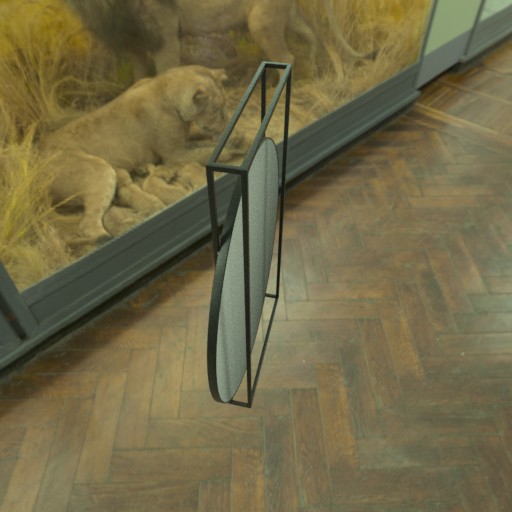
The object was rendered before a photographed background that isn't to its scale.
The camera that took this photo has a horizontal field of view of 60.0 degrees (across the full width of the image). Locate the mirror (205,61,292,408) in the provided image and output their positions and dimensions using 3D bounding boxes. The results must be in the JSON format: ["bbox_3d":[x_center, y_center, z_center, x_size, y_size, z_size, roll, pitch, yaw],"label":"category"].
[{"bbox_3d":[0.000,0.000,0.842,0.051,0.603,0.508,9,46,9],"label":"mirror"}]
